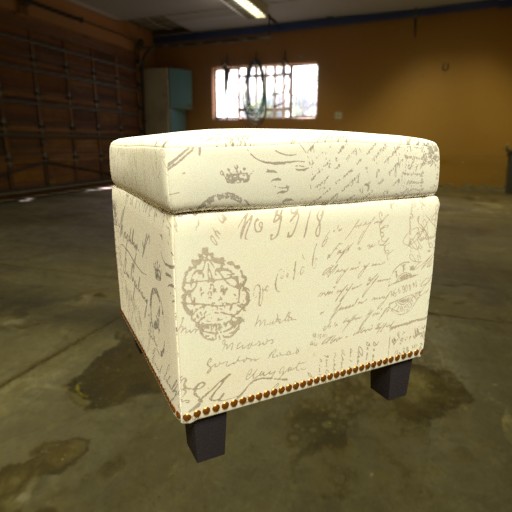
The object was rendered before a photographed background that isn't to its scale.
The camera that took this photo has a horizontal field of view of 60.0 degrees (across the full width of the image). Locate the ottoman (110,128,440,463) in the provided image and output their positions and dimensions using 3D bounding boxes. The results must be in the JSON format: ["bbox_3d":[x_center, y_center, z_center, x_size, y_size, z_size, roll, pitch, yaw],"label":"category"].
[{"bbox_3d":[0.000,0.000,0.830,0.449,0.457,0.450,-7,16,-25],"label":"ottoman"}]
